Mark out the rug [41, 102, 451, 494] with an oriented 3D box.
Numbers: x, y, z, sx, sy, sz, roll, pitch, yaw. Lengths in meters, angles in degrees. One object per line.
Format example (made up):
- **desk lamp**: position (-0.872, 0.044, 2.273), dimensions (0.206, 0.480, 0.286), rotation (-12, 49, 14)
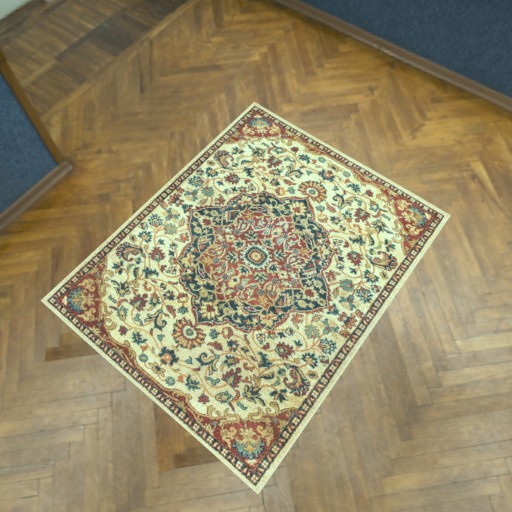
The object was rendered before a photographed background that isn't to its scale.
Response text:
- **rug**: position (0.000, 0.000, 4.137), dimensions (2.454, 0.005, 3.067), rotation (35, 68, 16)
